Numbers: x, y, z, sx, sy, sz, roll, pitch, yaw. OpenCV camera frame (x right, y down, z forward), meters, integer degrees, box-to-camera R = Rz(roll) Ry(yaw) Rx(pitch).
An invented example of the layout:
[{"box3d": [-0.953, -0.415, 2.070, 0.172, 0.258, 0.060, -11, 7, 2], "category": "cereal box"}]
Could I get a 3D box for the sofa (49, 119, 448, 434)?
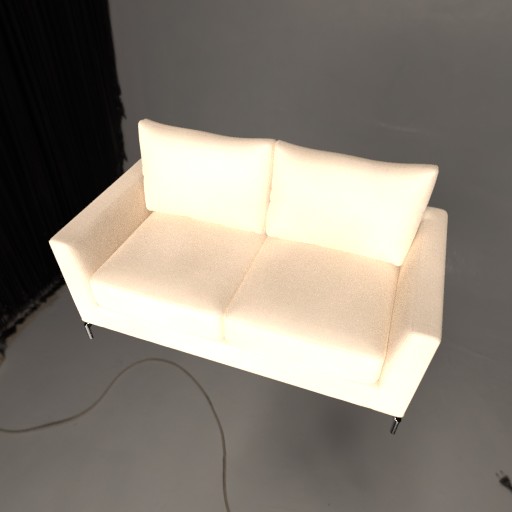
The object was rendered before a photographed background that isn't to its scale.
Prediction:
[{"box3d": [0.000, 0.000, 2.262, 1.739, 0.995, 0.906, 13, 42, 15], "category": "sofa"}]
